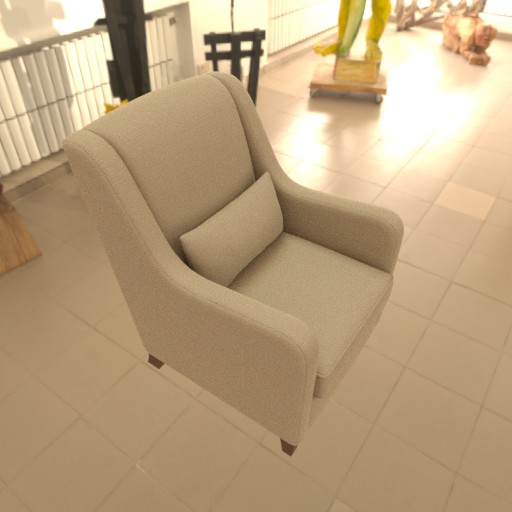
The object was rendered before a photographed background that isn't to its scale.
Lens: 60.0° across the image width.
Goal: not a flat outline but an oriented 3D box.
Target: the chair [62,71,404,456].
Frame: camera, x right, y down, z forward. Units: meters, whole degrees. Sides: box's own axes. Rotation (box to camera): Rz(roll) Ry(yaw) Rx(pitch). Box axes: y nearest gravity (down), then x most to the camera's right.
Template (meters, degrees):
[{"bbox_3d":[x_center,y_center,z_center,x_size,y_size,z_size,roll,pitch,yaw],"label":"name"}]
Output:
[{"bbox_3d":[0.000,0.000,1.608,0.896,1.017,0.715,25,47,26],"label":"chair"}]
